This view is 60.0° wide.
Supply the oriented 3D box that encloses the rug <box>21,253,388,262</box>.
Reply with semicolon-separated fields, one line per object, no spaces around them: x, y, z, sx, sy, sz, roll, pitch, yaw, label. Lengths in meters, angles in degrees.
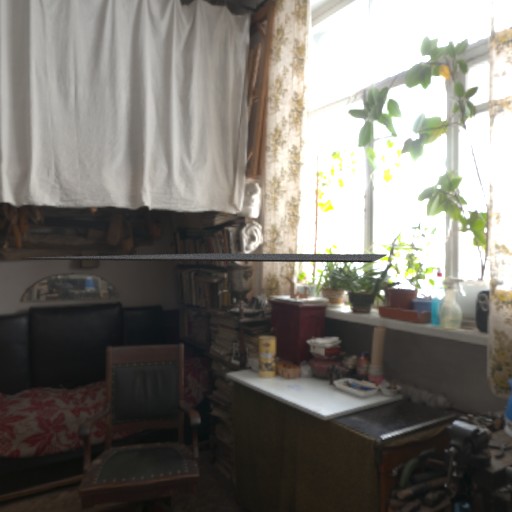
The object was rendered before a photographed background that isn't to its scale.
0.000;0.000;2.896;1.600;0.008;2.235;0;1;18;rug
